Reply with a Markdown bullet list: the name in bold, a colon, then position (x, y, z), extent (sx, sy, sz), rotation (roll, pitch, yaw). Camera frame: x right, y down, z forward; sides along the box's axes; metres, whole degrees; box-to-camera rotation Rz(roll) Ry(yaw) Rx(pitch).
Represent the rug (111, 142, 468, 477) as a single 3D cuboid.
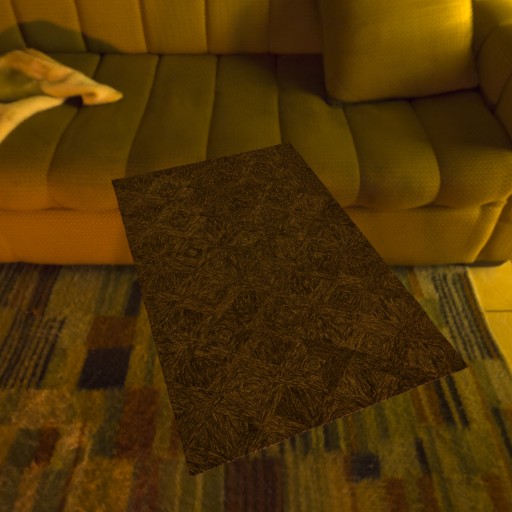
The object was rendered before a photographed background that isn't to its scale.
- **rug**: position (0.000, 0.000, 2.257), extent (1.189, 0.011, 1.808), rotation (-16, 49, -14)
